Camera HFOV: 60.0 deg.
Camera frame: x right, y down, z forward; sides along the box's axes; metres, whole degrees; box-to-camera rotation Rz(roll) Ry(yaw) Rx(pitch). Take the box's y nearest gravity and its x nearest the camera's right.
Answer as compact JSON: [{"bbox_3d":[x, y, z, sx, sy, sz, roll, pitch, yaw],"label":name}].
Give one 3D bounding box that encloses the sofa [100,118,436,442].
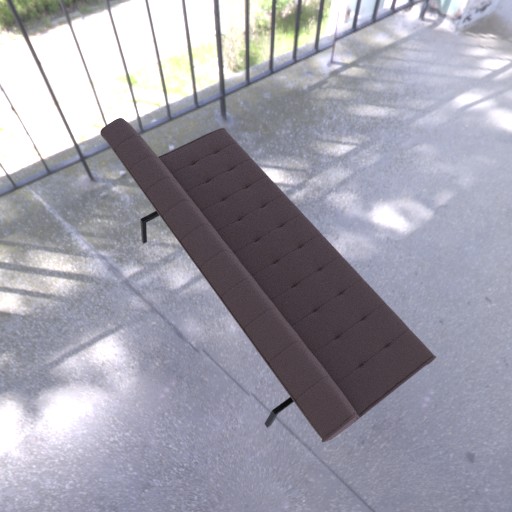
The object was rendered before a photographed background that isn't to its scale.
[{"bbox_3d":[0.000,0.000,2.147,0.747,0.699,1.703,-31,64,-17],"label":"sofa"}]
